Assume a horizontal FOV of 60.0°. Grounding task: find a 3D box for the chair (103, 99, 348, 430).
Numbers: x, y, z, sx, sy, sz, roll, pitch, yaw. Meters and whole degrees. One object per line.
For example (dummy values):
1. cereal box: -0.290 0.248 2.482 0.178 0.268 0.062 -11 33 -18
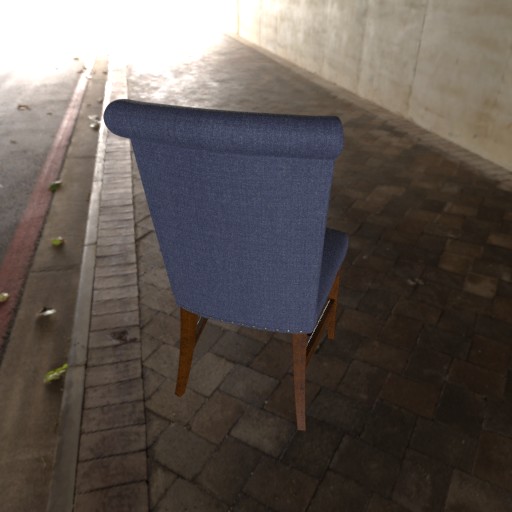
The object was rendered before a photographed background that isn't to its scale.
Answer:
1. chair: 0.000 0.000 1.344 0.513 0.988 0.608 10 33 15
